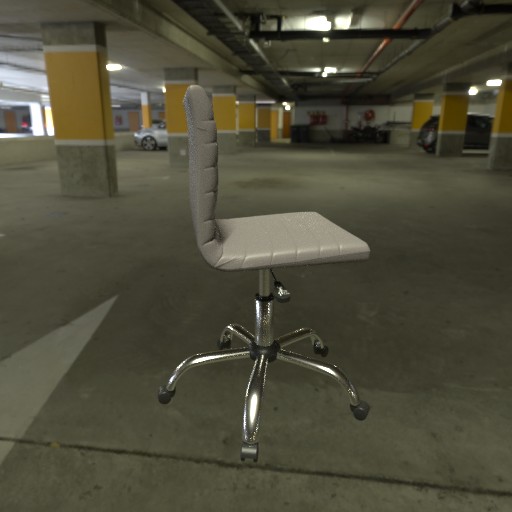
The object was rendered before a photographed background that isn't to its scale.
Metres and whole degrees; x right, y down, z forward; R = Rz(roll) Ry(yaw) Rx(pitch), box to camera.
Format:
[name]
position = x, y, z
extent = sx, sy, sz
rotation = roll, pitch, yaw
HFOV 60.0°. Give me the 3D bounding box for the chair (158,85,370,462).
[chair]
position = 0.000, 0.000, 1.116
extent = 0.530, 0.780, 0.556
rotation = -3, 17, -10
